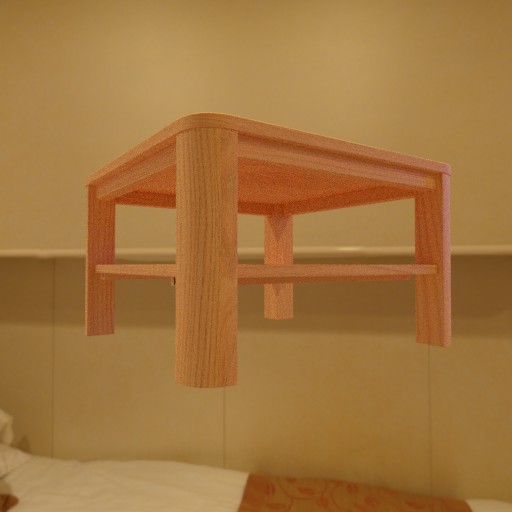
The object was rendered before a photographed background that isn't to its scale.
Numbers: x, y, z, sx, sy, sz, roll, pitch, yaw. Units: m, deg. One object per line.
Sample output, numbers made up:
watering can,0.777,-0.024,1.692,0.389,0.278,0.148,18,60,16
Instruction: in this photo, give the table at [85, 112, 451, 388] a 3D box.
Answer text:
table,0.000,0.000,1.217,0.750,0.450,0.750,1,-1,-35
